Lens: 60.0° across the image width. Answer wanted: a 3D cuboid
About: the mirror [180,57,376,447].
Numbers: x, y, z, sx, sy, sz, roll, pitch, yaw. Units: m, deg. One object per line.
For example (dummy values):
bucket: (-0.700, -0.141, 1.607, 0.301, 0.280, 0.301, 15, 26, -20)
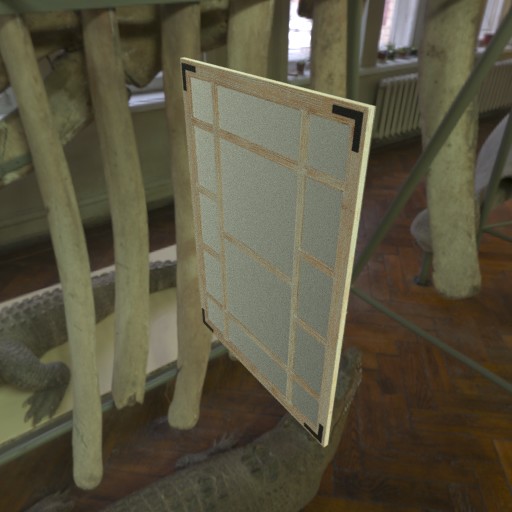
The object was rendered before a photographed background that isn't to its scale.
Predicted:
mirror: (0.000, 0.000, 1.305, 0.025, 0.996, 0.705, -22, 38, -30)
